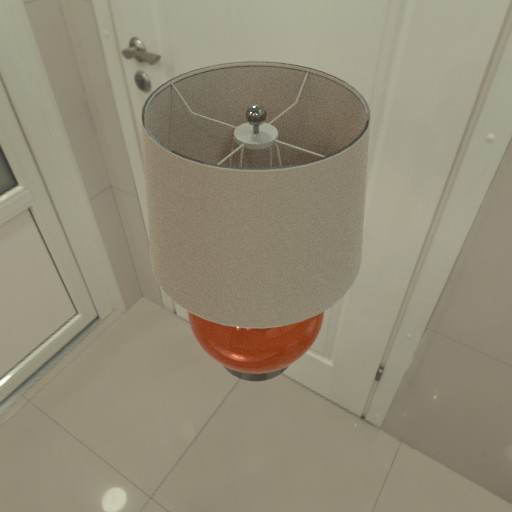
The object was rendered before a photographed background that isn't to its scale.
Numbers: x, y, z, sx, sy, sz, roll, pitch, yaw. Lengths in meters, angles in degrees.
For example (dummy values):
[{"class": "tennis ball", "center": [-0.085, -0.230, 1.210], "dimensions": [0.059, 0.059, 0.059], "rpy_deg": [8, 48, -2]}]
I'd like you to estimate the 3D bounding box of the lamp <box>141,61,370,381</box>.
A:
[{"class": "lamp", "center": [0.000, 0.000, 0.539], "dimensions": [0.247, 0.387, 0.247], "rpy_deg": [0, 45, 0]}]
